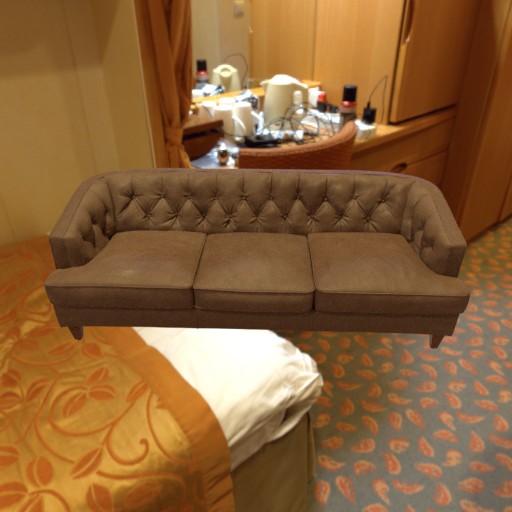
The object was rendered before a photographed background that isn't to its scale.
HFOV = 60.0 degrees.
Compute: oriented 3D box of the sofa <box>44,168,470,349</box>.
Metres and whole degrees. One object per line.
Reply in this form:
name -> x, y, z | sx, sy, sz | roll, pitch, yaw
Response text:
sofa -> 0.000, 0.000, 2.668 | 2.227, 0.787, 0.927 | 1, 31, 2
